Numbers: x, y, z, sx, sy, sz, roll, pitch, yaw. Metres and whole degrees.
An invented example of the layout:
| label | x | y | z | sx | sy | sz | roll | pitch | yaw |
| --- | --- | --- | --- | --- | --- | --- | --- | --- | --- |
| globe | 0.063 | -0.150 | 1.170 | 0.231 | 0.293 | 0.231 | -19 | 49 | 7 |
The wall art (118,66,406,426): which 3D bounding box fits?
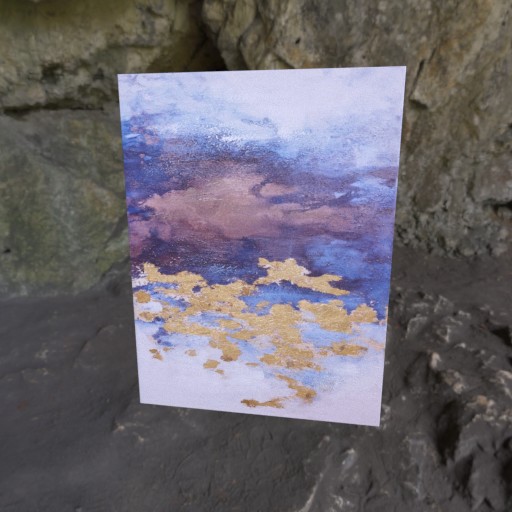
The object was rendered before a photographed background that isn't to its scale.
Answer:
| label | x | y | z | sx | sy | sz | roll | pitch | yaw |
| --- | --- | --- | --- | --- | --- | --- | --- | --- | --- |
| wall art | 0.000 | 0.000 | 0.749 | 0.437 | 0.581 | 0.036 | 2 | 14 | 9 |
